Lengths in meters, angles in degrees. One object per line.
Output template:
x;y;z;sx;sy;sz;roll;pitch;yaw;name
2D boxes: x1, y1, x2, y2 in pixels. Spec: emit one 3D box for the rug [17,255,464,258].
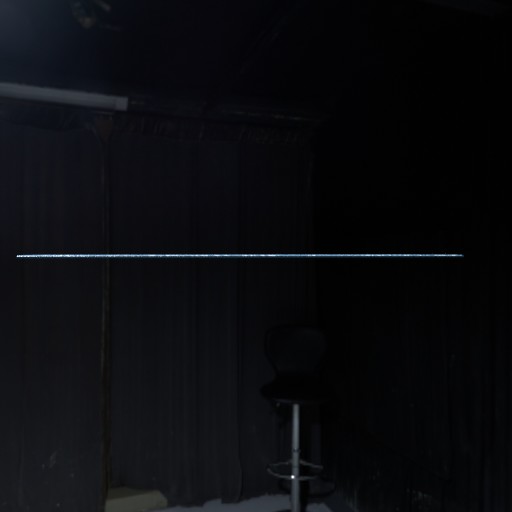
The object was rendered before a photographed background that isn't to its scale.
0.000;0.000;2.390;2.196;0.011;0.662;0;0;-19;rug
